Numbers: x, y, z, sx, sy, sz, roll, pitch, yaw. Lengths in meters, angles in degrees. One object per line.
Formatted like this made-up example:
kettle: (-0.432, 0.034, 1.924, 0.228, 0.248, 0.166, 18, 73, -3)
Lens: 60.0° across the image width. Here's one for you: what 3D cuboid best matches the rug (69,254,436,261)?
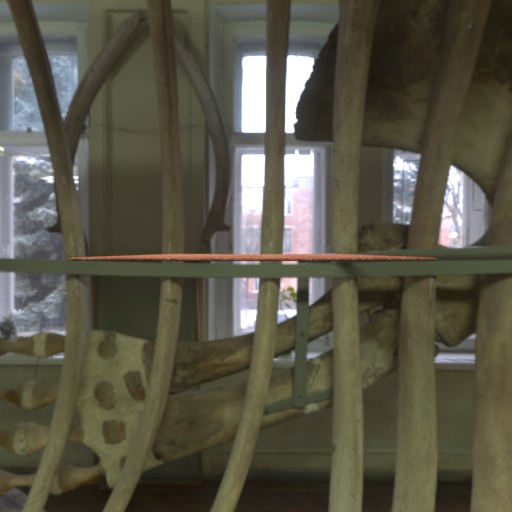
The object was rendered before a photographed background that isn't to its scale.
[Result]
rug: (0.000, 0.000, 2.241, 1.139, 0.011, 1.747, 0, 1, 1)
